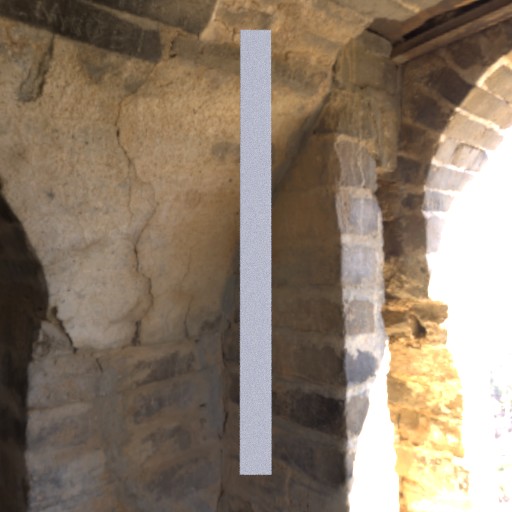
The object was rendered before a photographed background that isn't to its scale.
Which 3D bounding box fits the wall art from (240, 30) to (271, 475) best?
[{"bbox_3d":[0.000,0.000,0.759,0.035,0.507,0.508,0,-2,0],"label":"wall art"}]
